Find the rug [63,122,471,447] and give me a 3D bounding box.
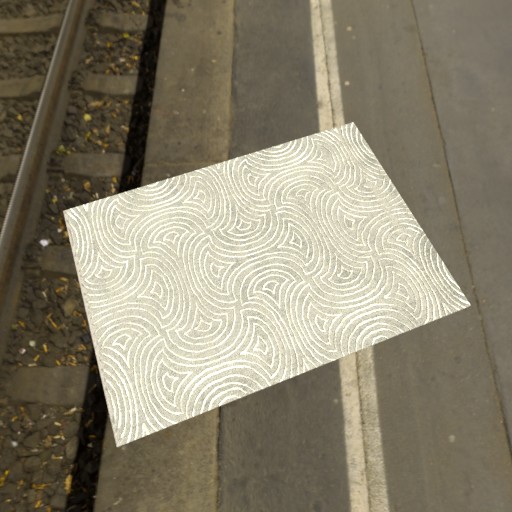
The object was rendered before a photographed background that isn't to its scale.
[{"bbox_3d":[0.000,0.000,2.787,2.144,0.015,1.543,-19,65,-9],"label":"rug"}]
